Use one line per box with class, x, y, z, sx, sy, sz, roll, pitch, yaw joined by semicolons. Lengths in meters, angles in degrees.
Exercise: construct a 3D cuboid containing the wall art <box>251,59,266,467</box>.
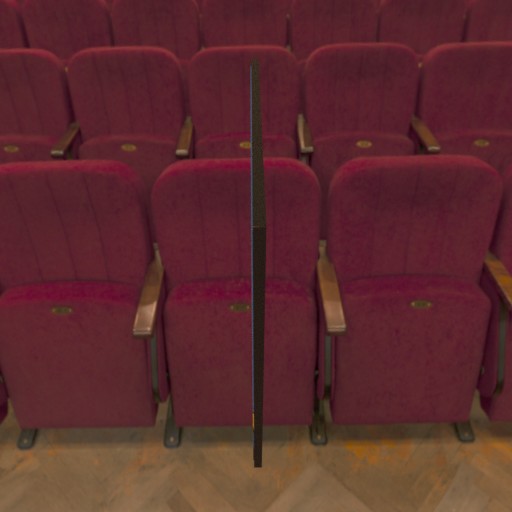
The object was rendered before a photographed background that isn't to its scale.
wall art;0.000;0.000;0.701;0.013;0.457;0.458;0;41;0
